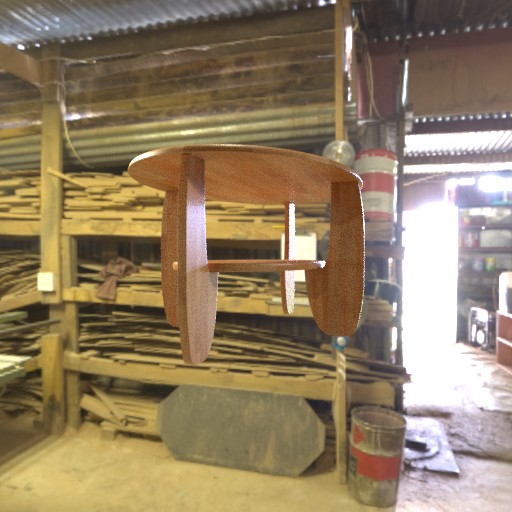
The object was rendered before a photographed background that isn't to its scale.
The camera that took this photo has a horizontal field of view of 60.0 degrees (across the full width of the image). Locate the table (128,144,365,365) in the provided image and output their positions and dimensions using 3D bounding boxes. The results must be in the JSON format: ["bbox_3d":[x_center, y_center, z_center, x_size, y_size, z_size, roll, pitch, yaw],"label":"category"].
[{"bbox_3d":[0.000,0.000,1.450,0.690,0.490,1.040,0,0,18],"label":"table"}]
